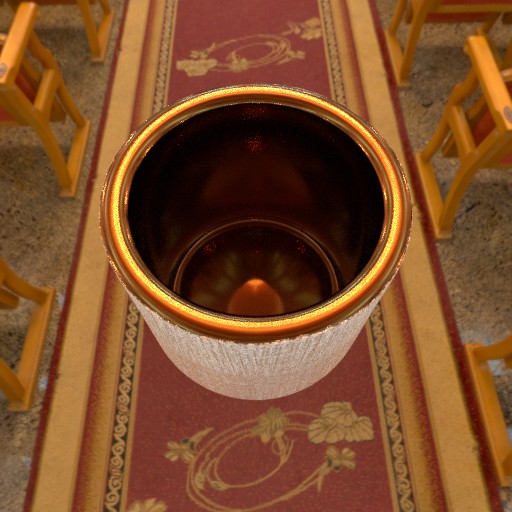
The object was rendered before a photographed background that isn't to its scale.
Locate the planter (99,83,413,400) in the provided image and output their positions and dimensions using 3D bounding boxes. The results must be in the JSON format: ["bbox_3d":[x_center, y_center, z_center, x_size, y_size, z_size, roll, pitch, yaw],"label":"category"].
[{"bbox_3d":[0.000,0.000,0.316,0.177,0.157,0.177,0,63,0],"label":"planter"}]
